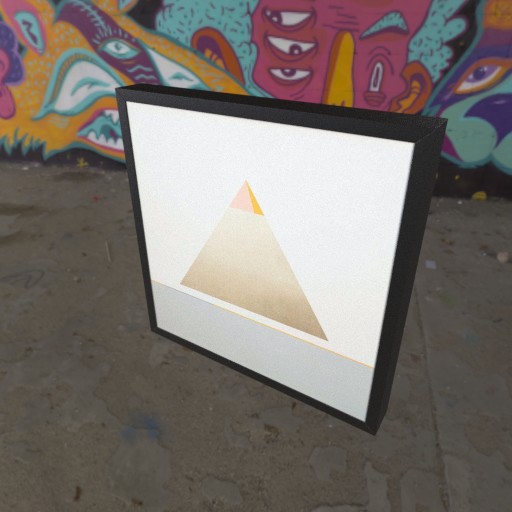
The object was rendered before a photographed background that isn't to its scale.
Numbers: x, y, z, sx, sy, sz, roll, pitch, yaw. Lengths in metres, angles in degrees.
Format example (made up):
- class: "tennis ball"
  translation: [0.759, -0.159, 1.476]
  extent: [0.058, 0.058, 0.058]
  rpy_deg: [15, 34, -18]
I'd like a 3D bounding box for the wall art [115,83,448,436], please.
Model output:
- class: "wall art"
  translation: [0.000, 0.000, 0.451]
  extent: [0.304, 0.303, 0.037]
  rpy_deg: [17, 34, 28]
